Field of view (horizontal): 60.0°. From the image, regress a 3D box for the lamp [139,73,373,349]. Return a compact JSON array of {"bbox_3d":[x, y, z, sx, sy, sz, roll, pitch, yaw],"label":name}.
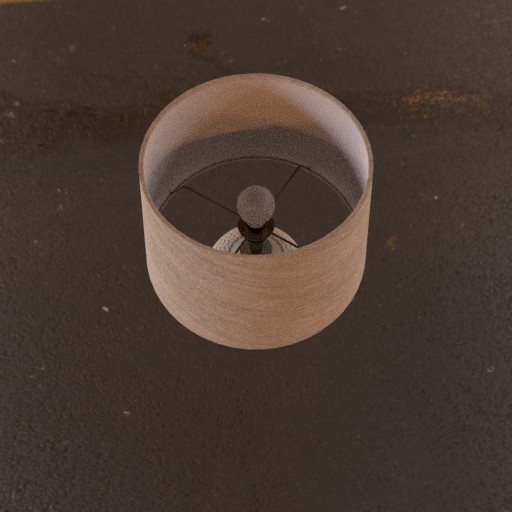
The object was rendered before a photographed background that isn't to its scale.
[{"bbox_3d":[0.000,0.000,0.841,0.390,0.580,0.390,0,63,0],"label":"lamp"}]
